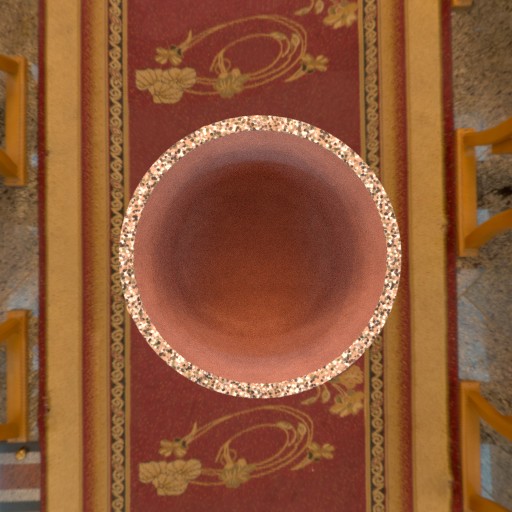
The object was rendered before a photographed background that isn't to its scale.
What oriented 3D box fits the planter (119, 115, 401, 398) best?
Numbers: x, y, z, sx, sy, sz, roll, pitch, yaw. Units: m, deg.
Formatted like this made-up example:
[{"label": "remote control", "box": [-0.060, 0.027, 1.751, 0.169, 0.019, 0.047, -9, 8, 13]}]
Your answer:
[{"label": "planter", "box": [0.000, 0.000, 0.683, 0.360, 0.419, 0.360, 0, 90, -2]}]
